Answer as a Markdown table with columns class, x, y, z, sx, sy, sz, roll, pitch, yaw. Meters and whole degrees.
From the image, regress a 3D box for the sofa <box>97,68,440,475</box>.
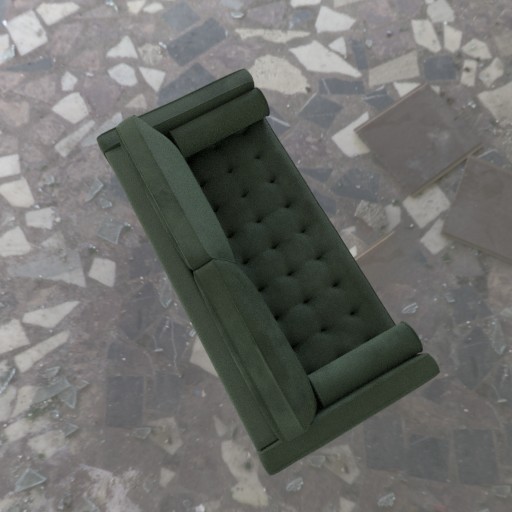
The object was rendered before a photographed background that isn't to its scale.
| class | x | y | z | sx | sy | sz | roll | pitch | yaw |
| --- | --- | --- | --- | --- | --- | --- | --- | --- | --- |
| sofa | 0.000 | 0.000 | 2.324 | 0.916 | 0.772 | 1.880 | -28 | 77 | -7 |
